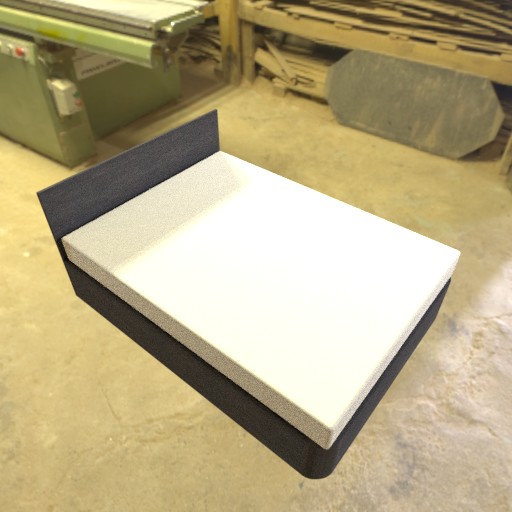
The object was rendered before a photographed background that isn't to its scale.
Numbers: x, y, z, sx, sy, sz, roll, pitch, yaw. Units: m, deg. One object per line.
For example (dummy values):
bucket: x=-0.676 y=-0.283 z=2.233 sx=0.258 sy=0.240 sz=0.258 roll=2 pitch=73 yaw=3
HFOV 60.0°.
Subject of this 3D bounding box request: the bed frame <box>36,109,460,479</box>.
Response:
bed frame: x=0.000 y=0.000 z=2.592 sx=1.900 sy=0.800 sz=1.400 roll=29 pitch=49 yaw=28
